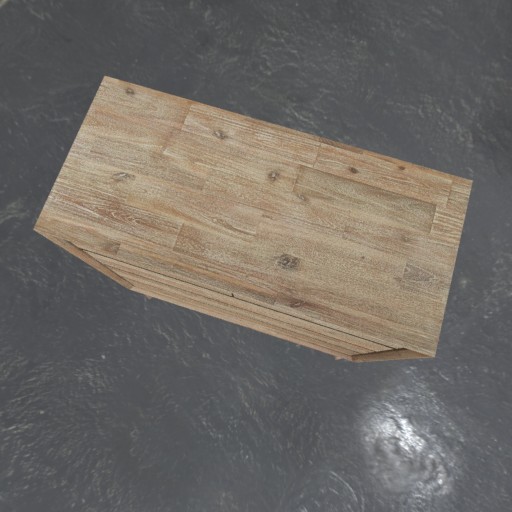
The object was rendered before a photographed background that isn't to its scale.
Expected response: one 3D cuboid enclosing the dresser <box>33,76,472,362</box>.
[{"bbox_3d":[0.000,0.000,1.595,0.998,1.029,0.455,17,76,4],"label":"dresser"}]
